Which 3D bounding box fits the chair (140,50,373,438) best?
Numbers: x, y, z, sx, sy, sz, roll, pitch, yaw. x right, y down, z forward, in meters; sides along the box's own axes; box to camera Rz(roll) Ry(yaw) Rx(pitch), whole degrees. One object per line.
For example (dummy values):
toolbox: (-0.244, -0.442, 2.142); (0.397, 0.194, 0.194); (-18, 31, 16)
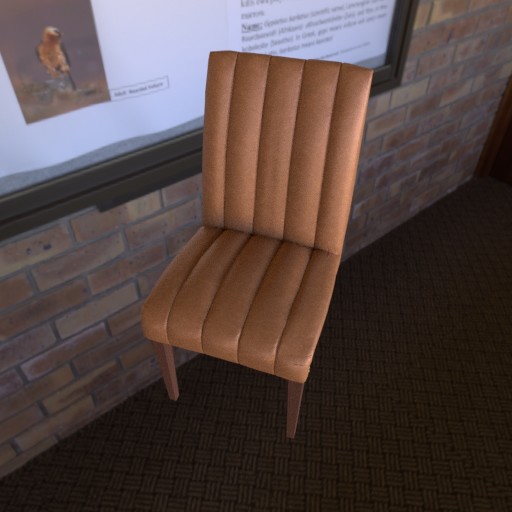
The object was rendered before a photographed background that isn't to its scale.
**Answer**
chair: (0.000, 0.000, 1.384); (0.511, 1.016, 0.647); (13, 43, 14)
